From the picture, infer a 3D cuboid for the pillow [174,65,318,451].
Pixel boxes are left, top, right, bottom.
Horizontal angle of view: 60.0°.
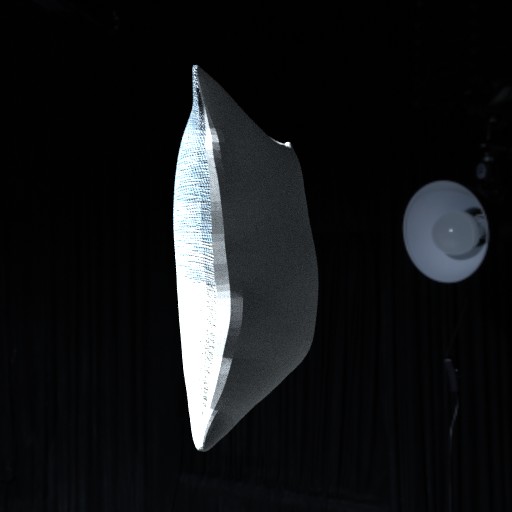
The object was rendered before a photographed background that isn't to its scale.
[{"bbox_3d":[0.000,0.000,0.693,0.182,0.441,0.440,0,1,18],"label":"pillow"}]
